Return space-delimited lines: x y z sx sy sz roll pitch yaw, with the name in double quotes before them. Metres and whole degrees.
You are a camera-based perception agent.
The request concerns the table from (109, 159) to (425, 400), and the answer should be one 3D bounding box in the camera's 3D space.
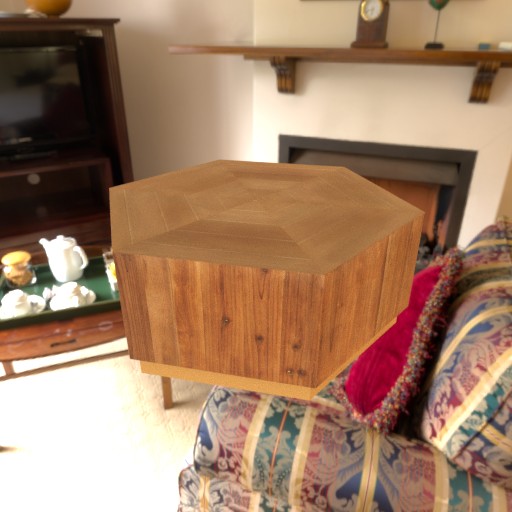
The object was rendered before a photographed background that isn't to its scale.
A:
"table" 0.000 0.000 1.690 1.000 0.456 1.154 -8 28 -15
